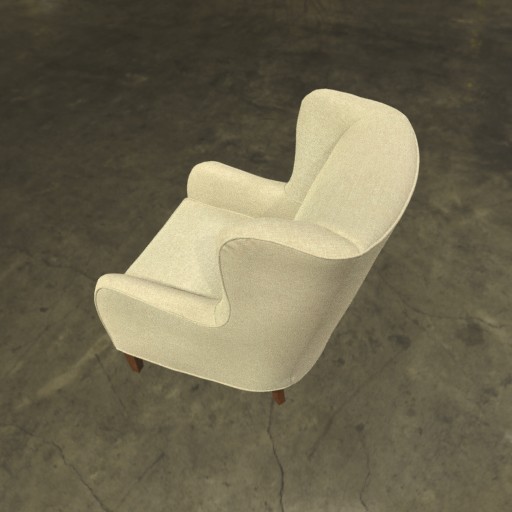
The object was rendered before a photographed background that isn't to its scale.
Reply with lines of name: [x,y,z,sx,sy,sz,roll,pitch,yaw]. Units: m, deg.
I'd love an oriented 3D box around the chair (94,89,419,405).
chair: [0.000,0.000,1.709,0.966,1.040,0.838,16,48,15]
